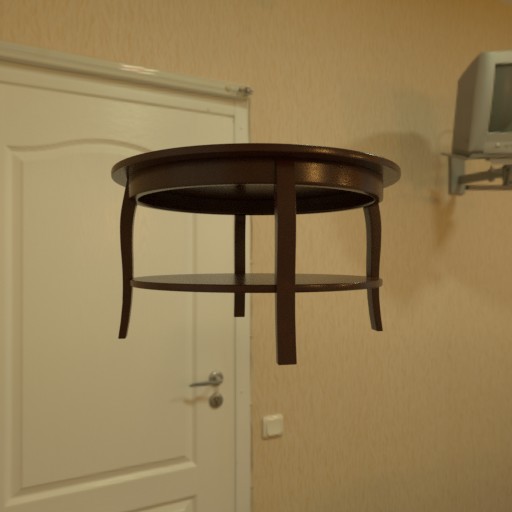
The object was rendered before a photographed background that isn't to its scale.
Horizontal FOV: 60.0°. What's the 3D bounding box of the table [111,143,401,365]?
[{"bbox_3d":[0.000,0.000,1.464,0.911,0.512,0.911,0,0,0],"label":"table"}]
